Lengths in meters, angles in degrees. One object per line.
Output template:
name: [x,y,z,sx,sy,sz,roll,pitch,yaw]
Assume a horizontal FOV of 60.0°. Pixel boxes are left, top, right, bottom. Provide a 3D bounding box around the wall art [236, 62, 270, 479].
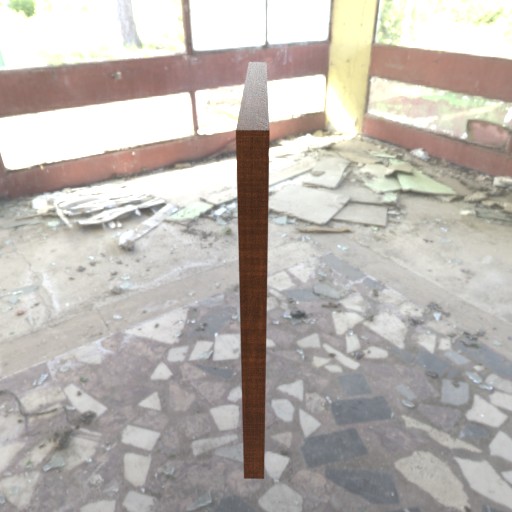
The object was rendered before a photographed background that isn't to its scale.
wall art: [0.000,0.000,0.777,0.033,0.567,0.467,0,31,1]
